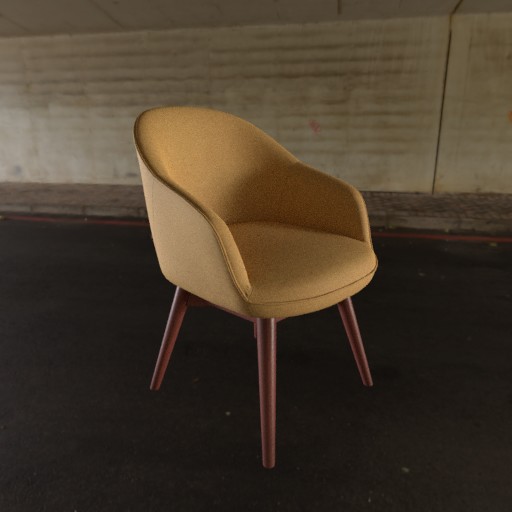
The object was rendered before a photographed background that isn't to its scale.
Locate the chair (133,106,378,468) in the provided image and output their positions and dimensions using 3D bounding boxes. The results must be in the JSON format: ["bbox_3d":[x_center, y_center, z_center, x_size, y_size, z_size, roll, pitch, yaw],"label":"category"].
[{"bbox_3d":[0.000,0.000,1.261,0.635,0.823,0.596,15,22,41],"label":"chair"}]
